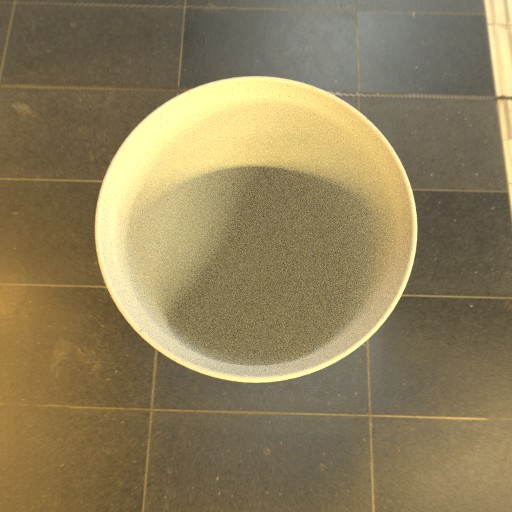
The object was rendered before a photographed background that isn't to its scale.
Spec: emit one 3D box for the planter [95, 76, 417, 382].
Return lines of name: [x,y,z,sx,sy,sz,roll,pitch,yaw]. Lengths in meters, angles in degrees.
planter: [0.000,0.000,0.495,0.268,0.270,0.268,0,75,0]
